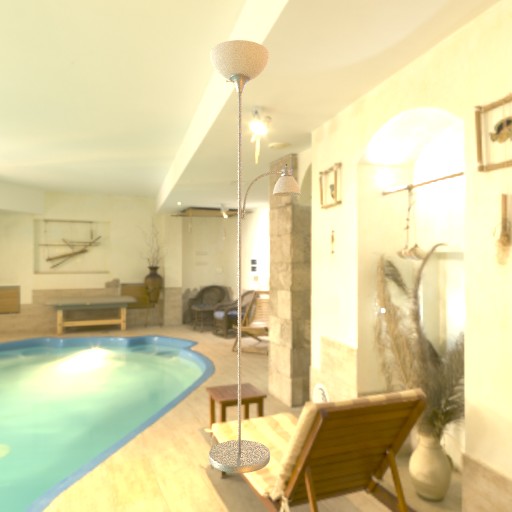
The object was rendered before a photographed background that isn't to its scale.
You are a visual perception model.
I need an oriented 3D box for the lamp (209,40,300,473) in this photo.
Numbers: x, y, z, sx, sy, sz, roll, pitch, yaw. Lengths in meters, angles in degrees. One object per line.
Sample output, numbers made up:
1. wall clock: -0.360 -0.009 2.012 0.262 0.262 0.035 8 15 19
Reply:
1. lamp: 0.000 0.000 2.004 0.425 1.804 0.279 0 -1 -18
